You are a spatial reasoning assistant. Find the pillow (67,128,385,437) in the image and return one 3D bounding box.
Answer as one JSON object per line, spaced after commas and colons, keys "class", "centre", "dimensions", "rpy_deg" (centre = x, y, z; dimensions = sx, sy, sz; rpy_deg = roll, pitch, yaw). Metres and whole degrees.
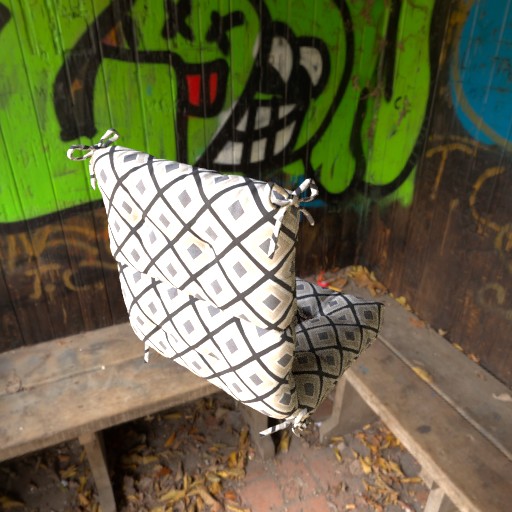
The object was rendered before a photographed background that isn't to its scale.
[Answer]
{"class": "pillow", "centre": [0.000, 0.000, 1.045], "dimensions": [0.519, 0.605, 0.571], "rpy_deg": [20, 34, 32]}
